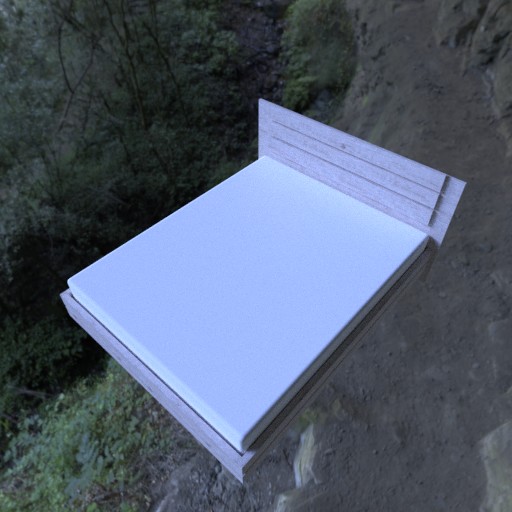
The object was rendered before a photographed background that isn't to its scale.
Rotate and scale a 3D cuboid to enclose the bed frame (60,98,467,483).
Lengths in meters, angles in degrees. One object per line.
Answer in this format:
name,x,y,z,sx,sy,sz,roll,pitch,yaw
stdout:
bed frame,0.000,0.000,3.023,1.750,0.970,2.080,32,54,28
